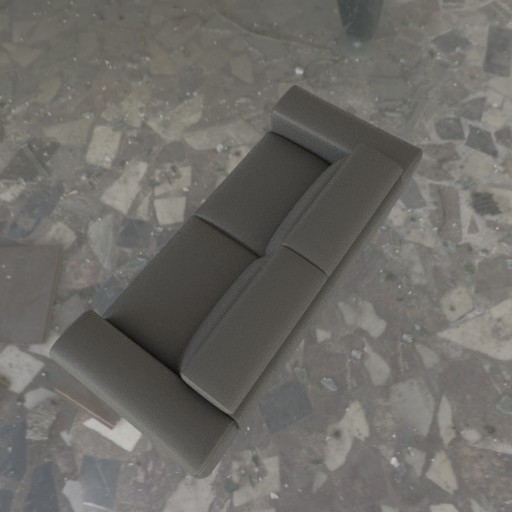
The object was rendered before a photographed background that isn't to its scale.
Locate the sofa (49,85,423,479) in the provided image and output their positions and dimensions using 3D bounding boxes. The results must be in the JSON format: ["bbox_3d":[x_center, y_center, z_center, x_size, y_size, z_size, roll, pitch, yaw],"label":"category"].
[{"bbox_3d":[0.000,0.000,2.721,1.023,0.759,2.321,33,69,15],"label":"sofa"}]
